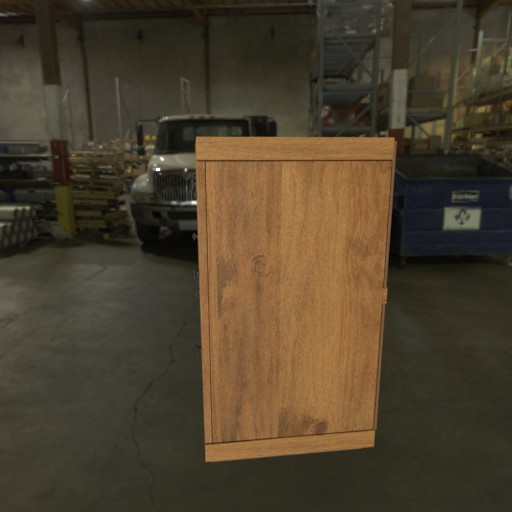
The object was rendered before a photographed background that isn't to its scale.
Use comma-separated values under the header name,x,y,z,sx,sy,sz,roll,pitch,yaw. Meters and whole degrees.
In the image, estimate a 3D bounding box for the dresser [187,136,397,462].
name,x,y,z,sx,sy,sz,roll,pitch,yaw
dresser,0.000,0.000,1.663,0.479,0.825,1.261,-2,13,-7
